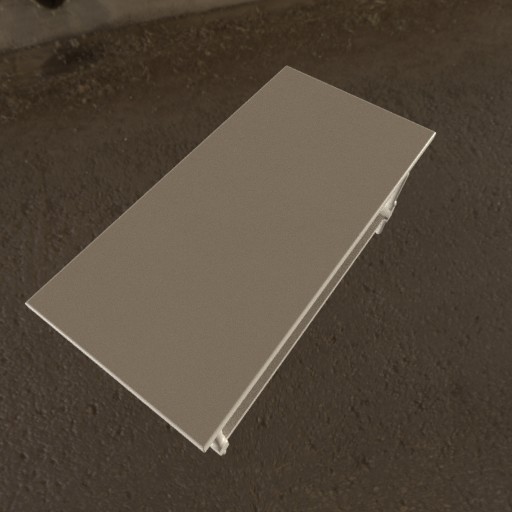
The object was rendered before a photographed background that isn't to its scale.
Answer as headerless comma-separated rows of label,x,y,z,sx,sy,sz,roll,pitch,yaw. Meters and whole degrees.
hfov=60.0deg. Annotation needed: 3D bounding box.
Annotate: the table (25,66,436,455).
table,0.000,0.000,1.413,0.550,0.510,1.107,32,64,18
